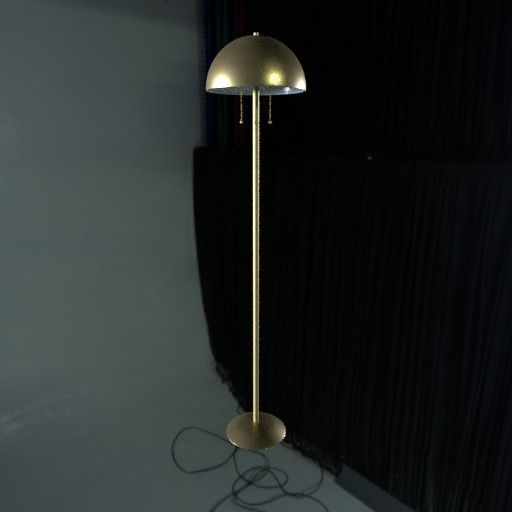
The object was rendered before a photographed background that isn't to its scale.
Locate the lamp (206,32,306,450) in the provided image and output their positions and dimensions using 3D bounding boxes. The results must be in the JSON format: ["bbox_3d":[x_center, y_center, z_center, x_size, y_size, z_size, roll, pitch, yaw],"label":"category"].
[{"bbox_3d":[0.000,0.000,1.616,0.328,1.480,0.328,14,21,41],"label":"lamp"}]
